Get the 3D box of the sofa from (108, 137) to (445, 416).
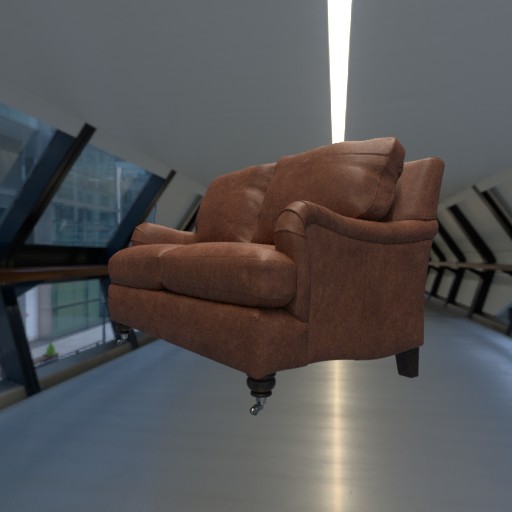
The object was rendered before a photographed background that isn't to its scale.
[{"bbox_3d":[0.000,0.000,2.227,1.077,1.004,1.527,0,1,-35],"label":"sofa"}]
